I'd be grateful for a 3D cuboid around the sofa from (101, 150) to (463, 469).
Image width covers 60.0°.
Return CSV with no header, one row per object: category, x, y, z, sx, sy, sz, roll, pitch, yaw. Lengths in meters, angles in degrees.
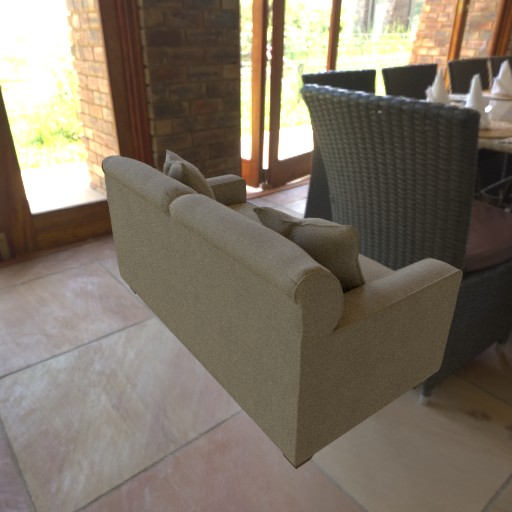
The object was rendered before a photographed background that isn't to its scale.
sofa,0.000,0.000,2.427,0.998,0.958,1.846,-18,32,-32
